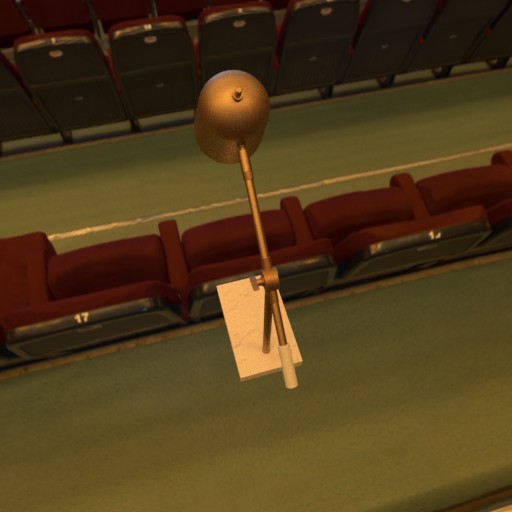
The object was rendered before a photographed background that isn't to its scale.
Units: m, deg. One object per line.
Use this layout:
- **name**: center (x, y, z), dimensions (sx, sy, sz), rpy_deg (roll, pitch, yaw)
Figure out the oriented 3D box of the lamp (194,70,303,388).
- **lamp**: center (0.000, 0.000, 0.819), dimensions (0.144, 0.603, 0.471), rpy_deg (-13, 59, -8)
